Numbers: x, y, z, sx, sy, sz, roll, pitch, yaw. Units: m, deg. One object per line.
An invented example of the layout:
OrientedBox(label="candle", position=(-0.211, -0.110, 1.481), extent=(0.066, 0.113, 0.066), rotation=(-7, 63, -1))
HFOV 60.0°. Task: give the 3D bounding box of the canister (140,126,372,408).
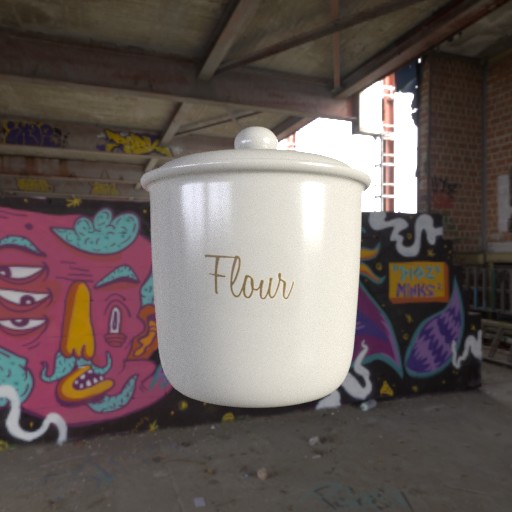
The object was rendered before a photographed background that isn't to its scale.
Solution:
OrientedBox(label="canister", position=(0.000, 0.000, 0.360), extent=(0.182, 0.208, 0.182), rotation=(0, 0, 0))
